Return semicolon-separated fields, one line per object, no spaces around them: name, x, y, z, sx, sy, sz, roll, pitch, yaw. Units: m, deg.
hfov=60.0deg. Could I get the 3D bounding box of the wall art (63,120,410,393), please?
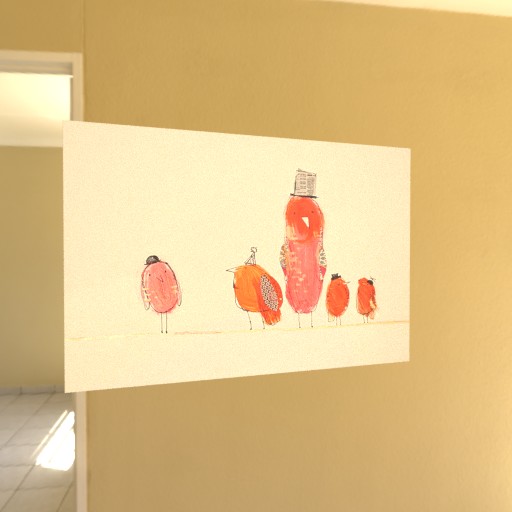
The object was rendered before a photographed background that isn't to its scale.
wall art;0.000;0.000;1.148;0.914;0.609;0.038;0;1;-18
